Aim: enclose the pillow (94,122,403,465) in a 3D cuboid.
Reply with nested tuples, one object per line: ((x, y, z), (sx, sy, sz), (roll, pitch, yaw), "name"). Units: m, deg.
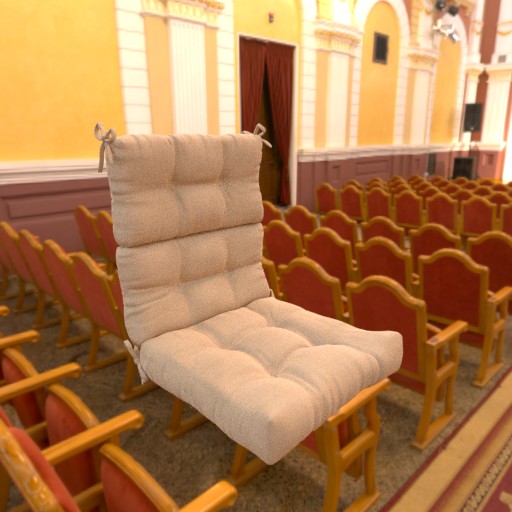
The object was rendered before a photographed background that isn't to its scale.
((0.000, 0.000, 1.039), (0.519, 0.605, 0.571), (-15, 22, -43), "pillow")
